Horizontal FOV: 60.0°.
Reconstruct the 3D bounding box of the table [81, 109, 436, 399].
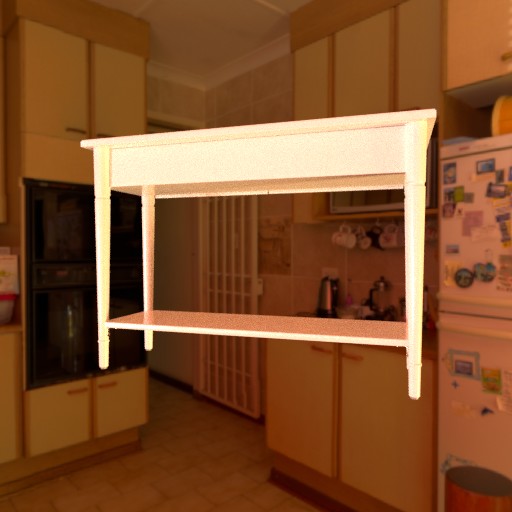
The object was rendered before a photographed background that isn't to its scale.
[{"bbox_3d":[0.000,0.000,1.456,1.067,0.749,0.381,0,1,18],"label":"table"}]
